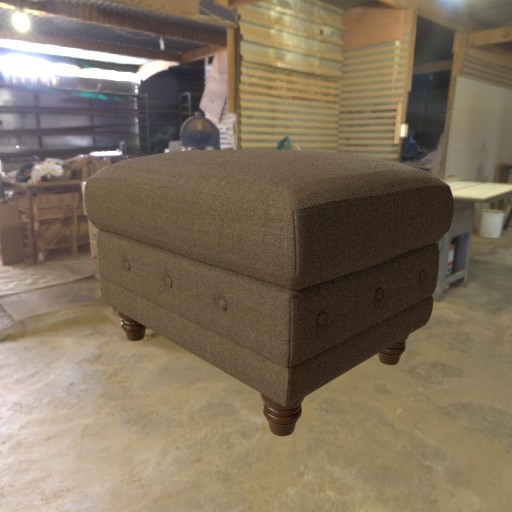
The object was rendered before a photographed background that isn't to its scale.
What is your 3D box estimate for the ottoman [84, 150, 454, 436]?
[{"bbox_3d":[0.000,0.000,1.195,0.599,0.555,0.809,-14,20,-42],"label":"ottoman"}]
